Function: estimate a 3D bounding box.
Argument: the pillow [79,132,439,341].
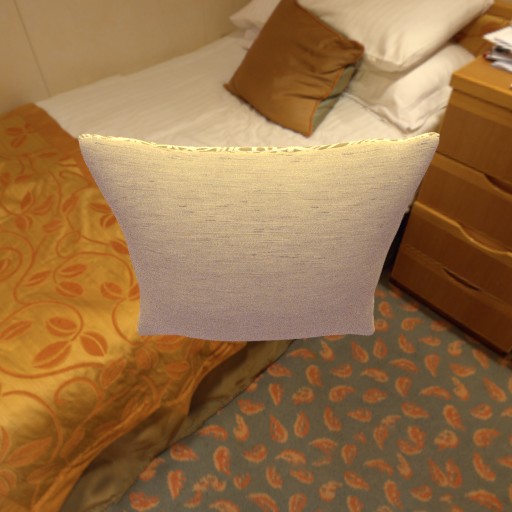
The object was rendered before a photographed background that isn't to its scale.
[{"bbox_3d":[0.000,0.000,0.676,0.438,0.421,0.167,0,47,0],"label":"pillow"}]
